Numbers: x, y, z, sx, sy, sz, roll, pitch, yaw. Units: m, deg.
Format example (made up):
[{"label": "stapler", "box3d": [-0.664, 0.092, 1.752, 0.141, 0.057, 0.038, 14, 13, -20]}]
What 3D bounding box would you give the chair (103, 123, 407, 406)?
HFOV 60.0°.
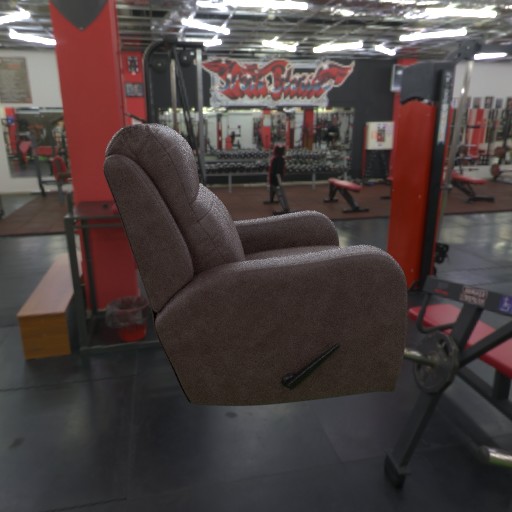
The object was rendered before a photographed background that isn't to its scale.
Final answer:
[{"label": "chair", "box3d": [0.000, 0.000, 1.857, 1.067, 1.067, 0.865, -3, 17, -9]}]
